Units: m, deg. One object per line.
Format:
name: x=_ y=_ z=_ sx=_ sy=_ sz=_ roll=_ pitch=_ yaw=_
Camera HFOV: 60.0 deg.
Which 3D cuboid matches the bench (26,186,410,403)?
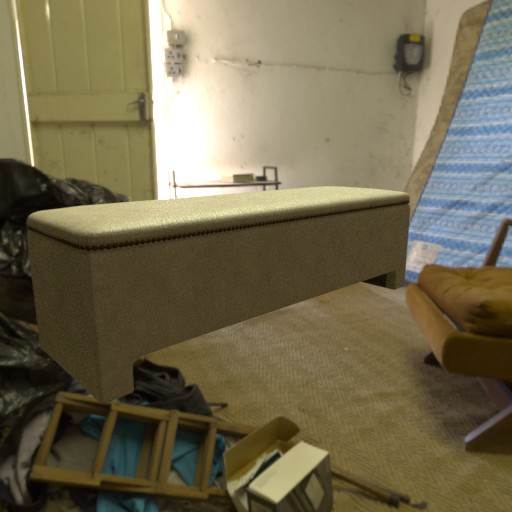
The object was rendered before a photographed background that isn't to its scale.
bench: x=0.000 y=0.000 z=1.690 sx=1.482 sy=0.447 sz=0.470 roll=-12 pitch=18 yaw=-41
